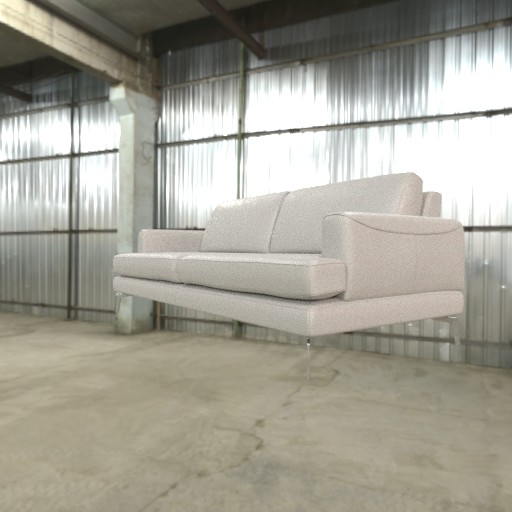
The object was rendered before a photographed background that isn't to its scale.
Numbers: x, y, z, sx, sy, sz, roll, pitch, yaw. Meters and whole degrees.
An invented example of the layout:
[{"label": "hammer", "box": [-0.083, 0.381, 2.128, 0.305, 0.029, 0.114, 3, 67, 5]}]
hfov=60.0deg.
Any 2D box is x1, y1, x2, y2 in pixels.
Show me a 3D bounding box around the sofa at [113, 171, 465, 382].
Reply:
[{"label": "sofa", "box": [0.000, 0.000, 2.433, 0.974, 0.765, 1.940, -1, 1, -36]}]
